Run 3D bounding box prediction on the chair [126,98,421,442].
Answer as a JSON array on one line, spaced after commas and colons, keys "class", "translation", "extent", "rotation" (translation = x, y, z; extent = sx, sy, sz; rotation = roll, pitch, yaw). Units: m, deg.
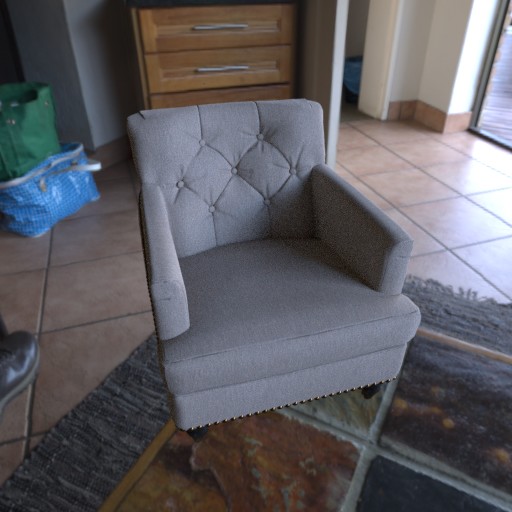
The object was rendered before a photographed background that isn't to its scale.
[{"class": "chair", "translation": [0.000, 0.000, 1.505], "extent": [0.737, 0.823, 0.902], "rotation": [-9, 34, -14]}]
